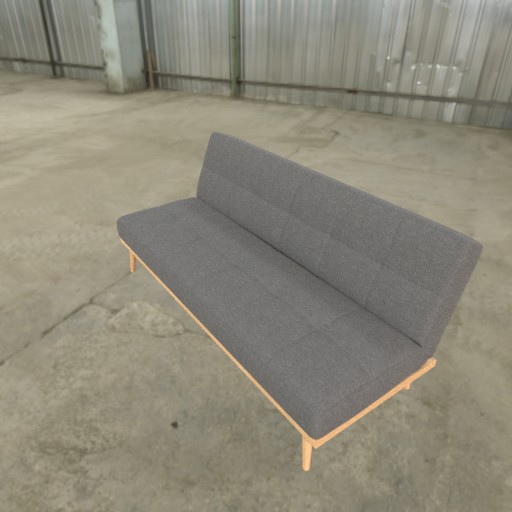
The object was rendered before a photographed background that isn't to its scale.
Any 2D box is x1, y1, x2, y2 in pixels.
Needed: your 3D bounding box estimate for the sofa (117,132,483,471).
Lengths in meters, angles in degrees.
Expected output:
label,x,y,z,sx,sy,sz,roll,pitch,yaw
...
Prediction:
label,x,y,z,sx,sy,sz,roll,pitch,yaw
sofa,0.000,0.000,2.234,0.820,0.770,1.820,-20,37,-30
